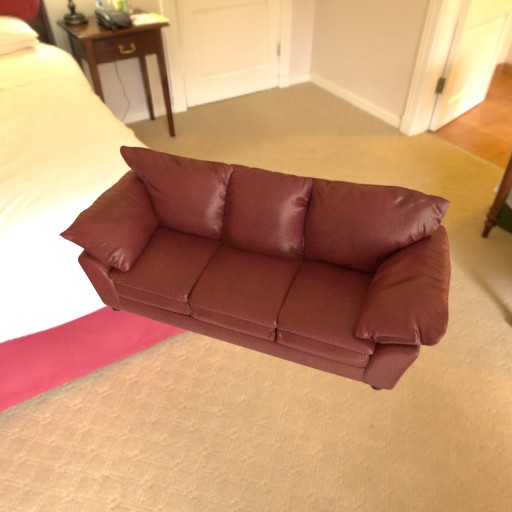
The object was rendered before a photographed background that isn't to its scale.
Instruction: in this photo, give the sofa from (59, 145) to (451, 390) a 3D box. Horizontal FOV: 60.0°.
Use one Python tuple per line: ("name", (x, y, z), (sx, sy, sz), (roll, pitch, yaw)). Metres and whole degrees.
("sofa", (0.000, 0.000, 2.954), (2.390, 1.091, 0.907), (14, 43, 15))
